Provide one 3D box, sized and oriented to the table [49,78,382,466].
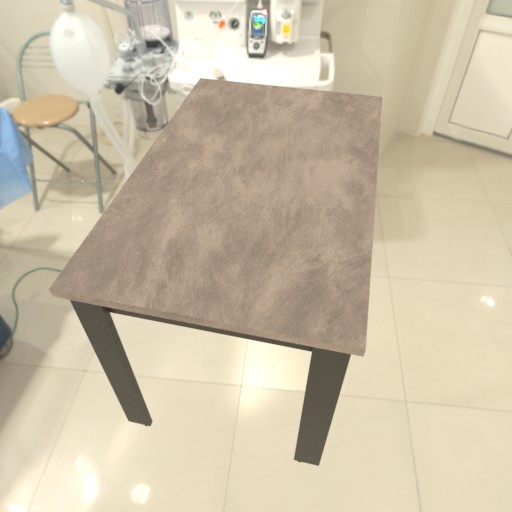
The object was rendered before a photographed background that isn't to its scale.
[{"bbox_3d":[0.000,0.000,1.571,0.700,0.734,1.100,9,47,9],"label":"table"}]
